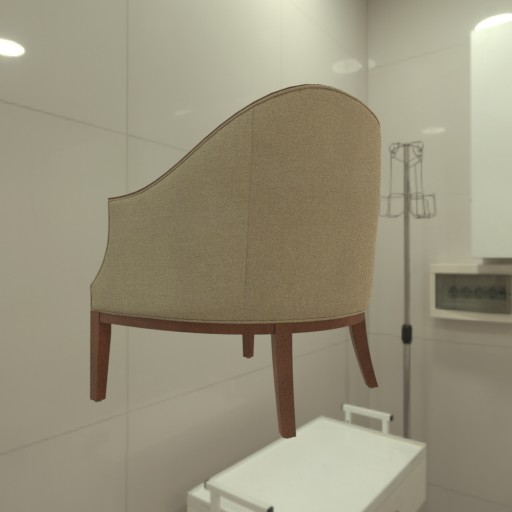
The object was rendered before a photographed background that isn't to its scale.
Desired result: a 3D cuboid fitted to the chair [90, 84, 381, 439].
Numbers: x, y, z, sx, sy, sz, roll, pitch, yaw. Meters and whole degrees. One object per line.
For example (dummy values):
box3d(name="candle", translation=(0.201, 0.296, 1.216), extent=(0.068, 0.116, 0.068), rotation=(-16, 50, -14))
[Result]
box3d(name="chair", translation=(0.000, 0.000, 1.445), extent=(0.735, 0.876, 0.803), rotation=(0, -1, 37))
